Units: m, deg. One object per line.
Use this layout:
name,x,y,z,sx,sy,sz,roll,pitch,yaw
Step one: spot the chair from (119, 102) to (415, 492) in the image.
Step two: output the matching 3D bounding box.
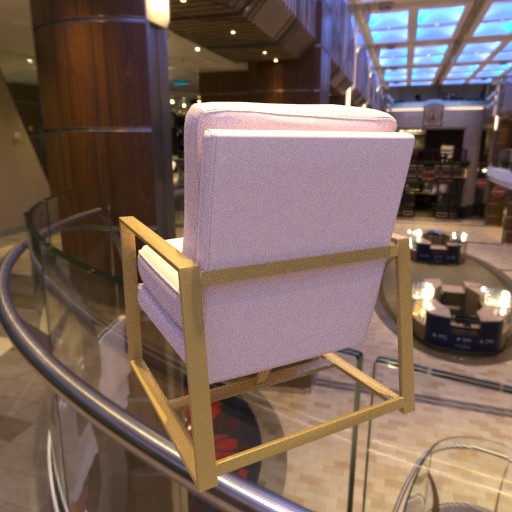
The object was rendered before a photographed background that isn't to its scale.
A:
chair,0.000,0.000,1.515,0.758,0.956,0.813,-7,16,-27
